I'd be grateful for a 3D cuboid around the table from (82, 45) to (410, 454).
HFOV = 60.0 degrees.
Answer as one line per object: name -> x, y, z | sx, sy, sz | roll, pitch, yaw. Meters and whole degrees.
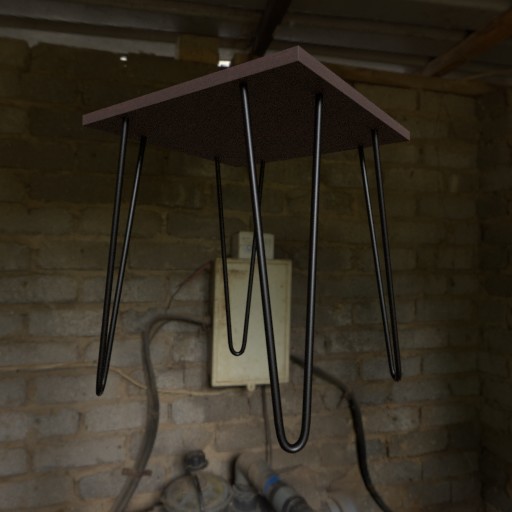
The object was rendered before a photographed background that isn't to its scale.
table -> 0.000, 0.000, 0.937 | 0.495, 0.559, 0.495 | 0, -1, 36
